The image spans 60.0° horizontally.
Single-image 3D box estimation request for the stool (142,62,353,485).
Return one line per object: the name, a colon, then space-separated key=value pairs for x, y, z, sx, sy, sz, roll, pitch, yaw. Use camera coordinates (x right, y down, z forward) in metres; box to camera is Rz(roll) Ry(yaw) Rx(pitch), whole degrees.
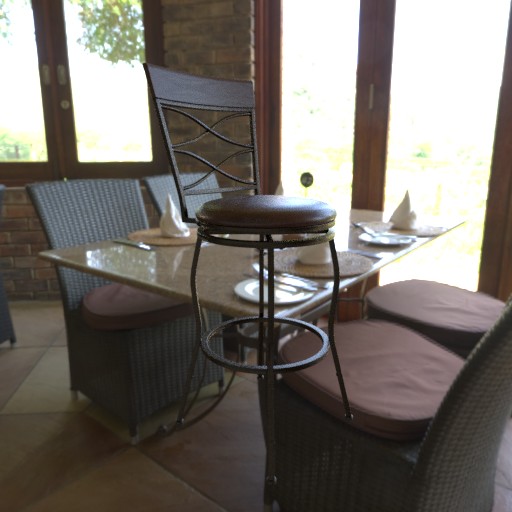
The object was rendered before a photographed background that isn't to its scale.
stool: x=0.000 y=0.000 z=1.395 sx=0.513 sy=1.130 sz=0.448 roll=12 pitch=18 yaw=41
